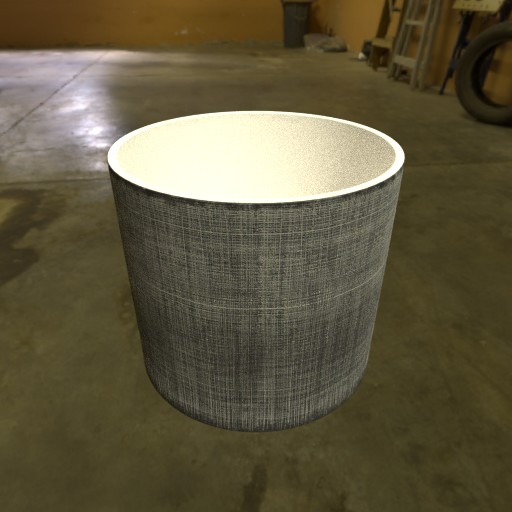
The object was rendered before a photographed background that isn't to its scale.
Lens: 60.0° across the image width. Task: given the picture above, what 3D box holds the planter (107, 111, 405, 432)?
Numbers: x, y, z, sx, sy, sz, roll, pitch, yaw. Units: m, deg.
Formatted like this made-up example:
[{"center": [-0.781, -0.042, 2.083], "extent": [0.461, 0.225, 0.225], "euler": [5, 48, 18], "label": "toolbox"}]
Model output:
[{"center": [0.000, 0.000, 0.393], "extent": [0.221, 0.201, 0.221], "euler": [0, 31, 0], "label": "planter"}]
